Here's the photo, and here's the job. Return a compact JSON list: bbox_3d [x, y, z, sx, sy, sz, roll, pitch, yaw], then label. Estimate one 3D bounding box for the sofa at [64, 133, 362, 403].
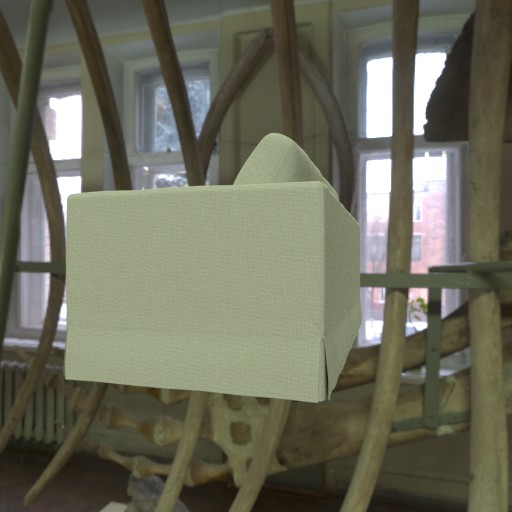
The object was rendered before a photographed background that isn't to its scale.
[{"bbox_3d":[0.000,0.000,2.388,1.009,0.932,1.813,0,0,17],"label":"sofa"}]
